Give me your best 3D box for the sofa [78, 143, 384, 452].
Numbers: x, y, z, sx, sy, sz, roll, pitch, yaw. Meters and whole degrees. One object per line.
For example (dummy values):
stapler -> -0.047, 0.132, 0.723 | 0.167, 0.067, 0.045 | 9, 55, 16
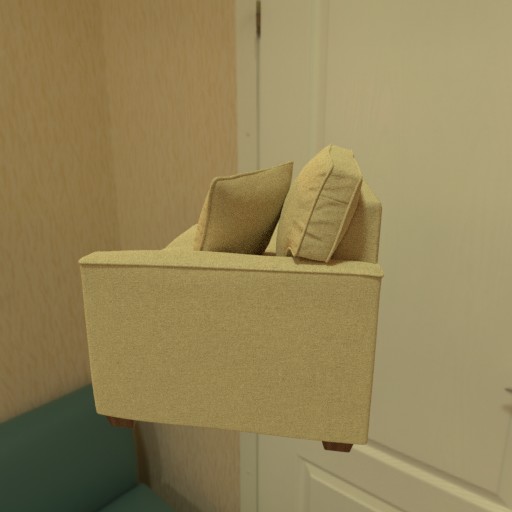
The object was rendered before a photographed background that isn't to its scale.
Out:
sofa -> 0.000, 0.000, 2.056 | 0.991, 0.989, 1.388 | 3, 16, 9
